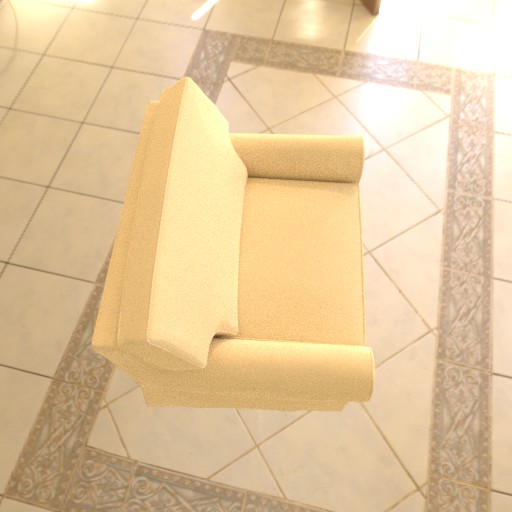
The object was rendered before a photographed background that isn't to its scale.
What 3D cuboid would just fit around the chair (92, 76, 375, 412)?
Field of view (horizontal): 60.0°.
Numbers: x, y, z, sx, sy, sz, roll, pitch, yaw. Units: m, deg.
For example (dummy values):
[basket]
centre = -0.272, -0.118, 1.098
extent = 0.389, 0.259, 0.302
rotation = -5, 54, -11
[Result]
[chair]
centre = 0.000, 0.000, 1.764
extent = 0.904, 0.958, 1.099
rotation = 4, 65, 2
